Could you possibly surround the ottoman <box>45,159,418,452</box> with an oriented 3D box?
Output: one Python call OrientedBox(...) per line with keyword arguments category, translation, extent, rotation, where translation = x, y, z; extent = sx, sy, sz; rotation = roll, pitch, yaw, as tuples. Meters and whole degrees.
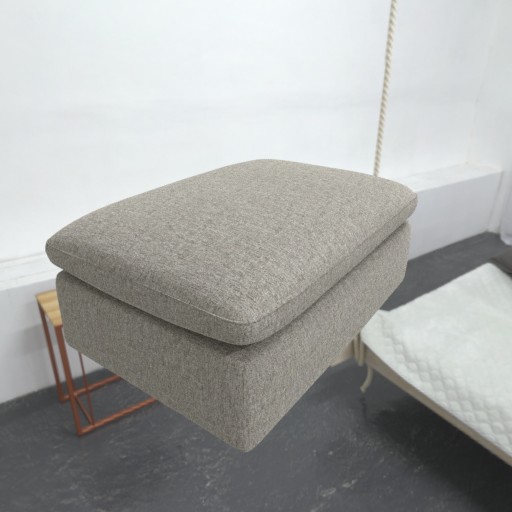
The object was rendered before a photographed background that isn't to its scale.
OrientedBox(category="ottoman", translation=(0.000, 0.000, 1.348), extent=(0.694, 0.451, 0.977), rotation=(17, 31, 32))
